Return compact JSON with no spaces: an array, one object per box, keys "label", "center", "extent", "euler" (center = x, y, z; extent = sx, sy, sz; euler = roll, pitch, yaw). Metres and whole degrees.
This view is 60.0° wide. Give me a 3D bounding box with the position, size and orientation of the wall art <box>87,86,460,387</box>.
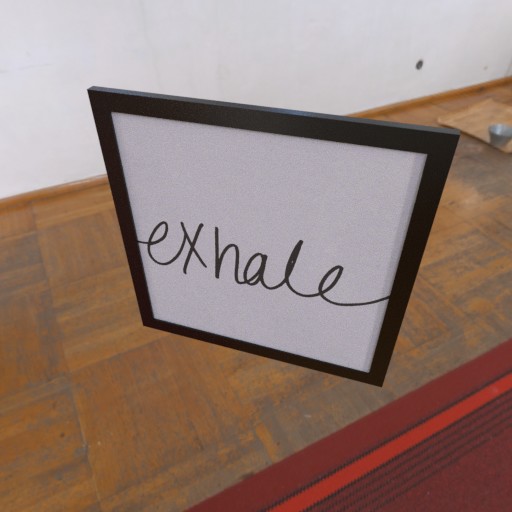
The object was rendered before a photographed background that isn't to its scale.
[{"label":"wall art","center":[0.000,0.000,0.654],"extent":[0.446,0.445,0.014],"euler":[11,41,14]}]
